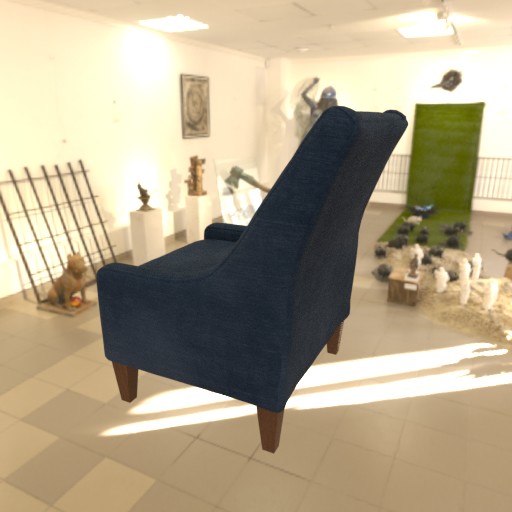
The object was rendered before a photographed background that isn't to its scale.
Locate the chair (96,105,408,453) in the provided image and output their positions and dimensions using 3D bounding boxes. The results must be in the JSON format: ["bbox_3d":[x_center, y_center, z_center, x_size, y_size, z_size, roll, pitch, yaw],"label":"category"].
[{"bbox_3d":[0.000,0.000,1.610,0.870,1.014,0.774,8,19,25],"label":"chair"}]
